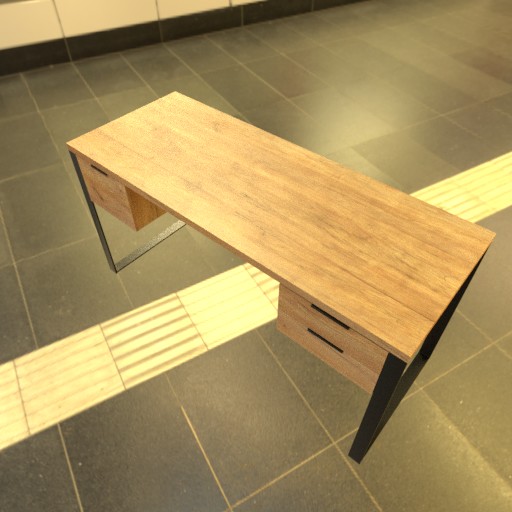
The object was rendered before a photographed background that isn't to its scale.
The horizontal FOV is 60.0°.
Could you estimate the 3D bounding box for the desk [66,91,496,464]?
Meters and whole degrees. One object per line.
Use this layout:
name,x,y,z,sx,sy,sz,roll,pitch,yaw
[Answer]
desk,0.000,0.000,1.882,1.520,0.760,0.600,32,54,27
